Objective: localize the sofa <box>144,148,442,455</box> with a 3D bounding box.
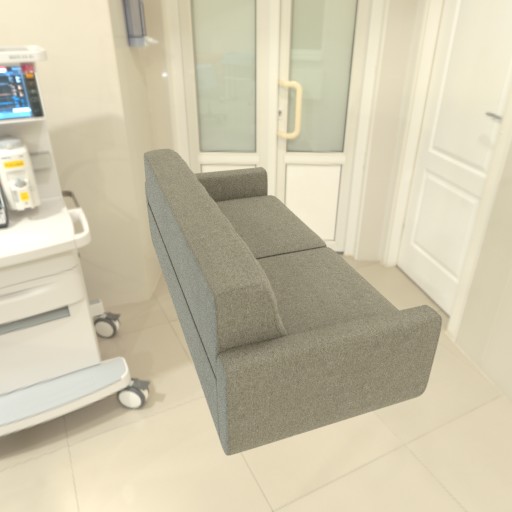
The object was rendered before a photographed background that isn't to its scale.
[{"bbox_3d":[0.000,0.000,2.545,0.968,0.873,2.055,-10,31,-17],"label":"sofa"}]
